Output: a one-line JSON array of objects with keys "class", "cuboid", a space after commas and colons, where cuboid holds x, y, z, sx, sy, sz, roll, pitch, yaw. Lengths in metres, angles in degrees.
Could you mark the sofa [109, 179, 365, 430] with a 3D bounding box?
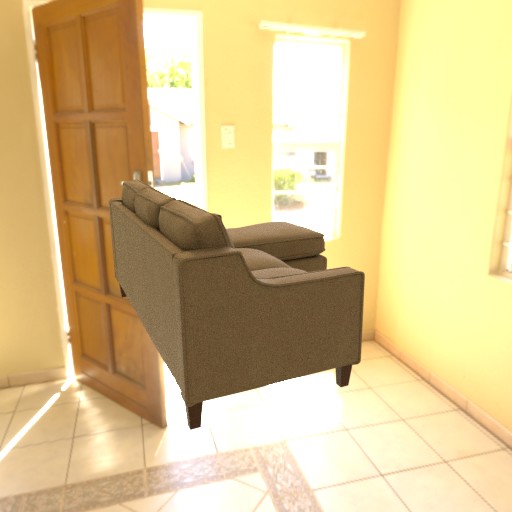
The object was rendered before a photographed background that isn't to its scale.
[{"class": "sofa", "cuboid": [0.000, 0.000, 3.412, 1.858, 1.081, 2.317, -7, 16, -25]}]
